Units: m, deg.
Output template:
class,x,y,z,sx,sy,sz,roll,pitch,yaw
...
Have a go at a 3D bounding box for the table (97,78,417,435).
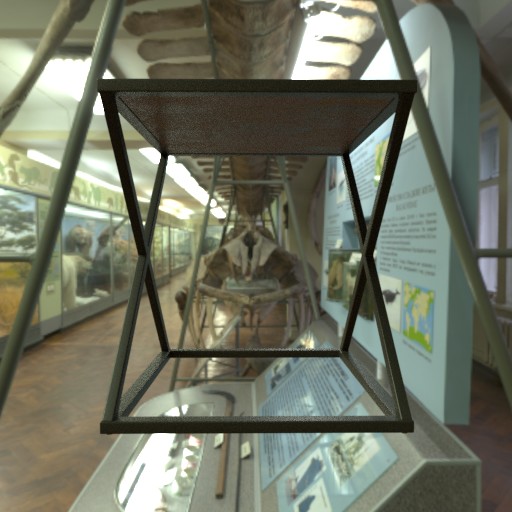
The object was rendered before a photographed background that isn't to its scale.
class,x,y,z,sx,sy,sz,roll,pitch,yaw
table,0.000,0.000,0.947,0.500,0.565,0.500,0,1,-1
